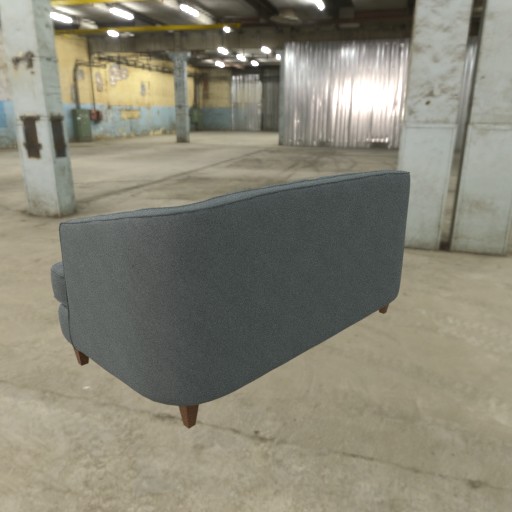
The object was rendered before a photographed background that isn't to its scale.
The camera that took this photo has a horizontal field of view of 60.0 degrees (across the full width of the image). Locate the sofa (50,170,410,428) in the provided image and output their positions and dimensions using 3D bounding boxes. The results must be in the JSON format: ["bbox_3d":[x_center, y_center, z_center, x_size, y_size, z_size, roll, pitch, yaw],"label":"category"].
[{"bbox_3d":[0.000,0.000,2.245,0.941,0.855,1.733,16,23,42],"label":"sofa"}]
